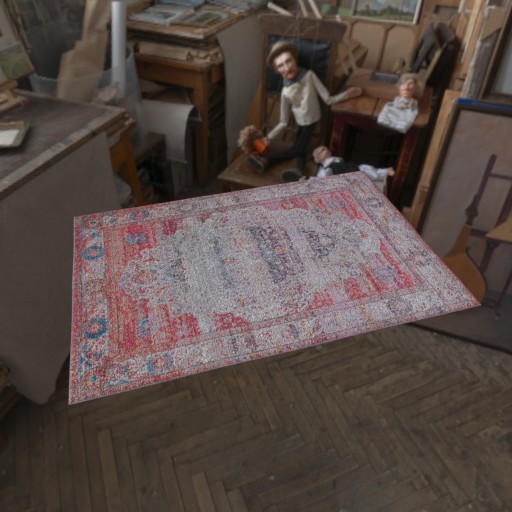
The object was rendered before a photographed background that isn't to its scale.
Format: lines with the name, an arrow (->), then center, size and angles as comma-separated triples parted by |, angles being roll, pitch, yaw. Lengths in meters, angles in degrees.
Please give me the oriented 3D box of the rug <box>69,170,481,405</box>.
rug -> 0.000, 0.000, 2.300 | 1.829, 0.006, 1.219 | -11, 44, -12
